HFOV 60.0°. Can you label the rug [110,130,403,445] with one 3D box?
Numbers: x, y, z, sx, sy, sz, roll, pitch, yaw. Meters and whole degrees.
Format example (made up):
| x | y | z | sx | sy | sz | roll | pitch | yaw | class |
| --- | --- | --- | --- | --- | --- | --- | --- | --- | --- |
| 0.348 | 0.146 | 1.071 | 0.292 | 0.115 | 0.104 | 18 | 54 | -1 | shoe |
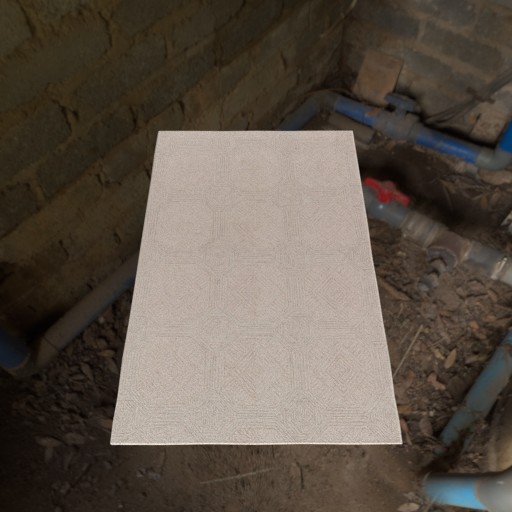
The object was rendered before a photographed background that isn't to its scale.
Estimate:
| x | y | z | sx | sy | sz | roll | pitch | yaw | class |
| --- | --- | --- | --- | --- | --- | --- | --- | --- | --- |
| 0.000 | 0.000 | 2.328 | 1.236 | 0.009 | 1.839 | 0 | 59 | 0 | rug |
